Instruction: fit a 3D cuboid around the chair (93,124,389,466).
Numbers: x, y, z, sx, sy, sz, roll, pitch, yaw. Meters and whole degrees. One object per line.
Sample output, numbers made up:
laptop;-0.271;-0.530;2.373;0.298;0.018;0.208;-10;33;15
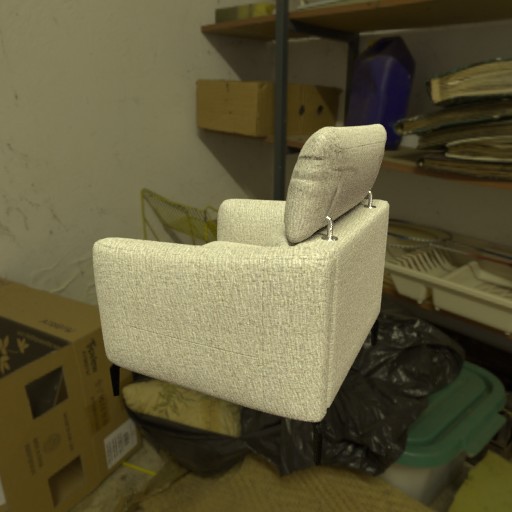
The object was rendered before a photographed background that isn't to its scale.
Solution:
chair;0.000;0.000;1.702;0.835;0.967;0.972;8;19;25
